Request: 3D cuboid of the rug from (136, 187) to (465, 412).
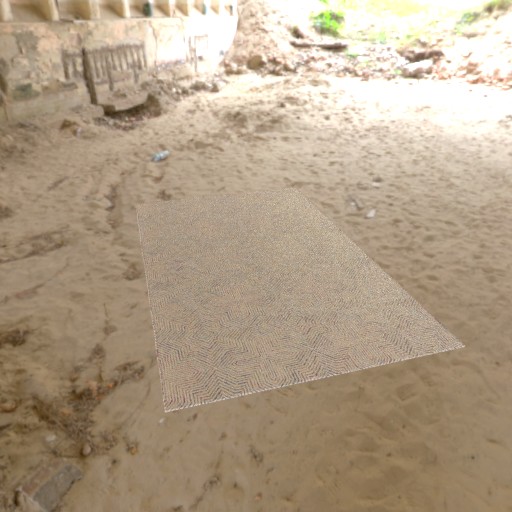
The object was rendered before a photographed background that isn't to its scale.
[{"bbox_3d":[0.000,0.000,3.094,1.519,0.007,2.428,-8,30,-14],"label":"rug"}]
